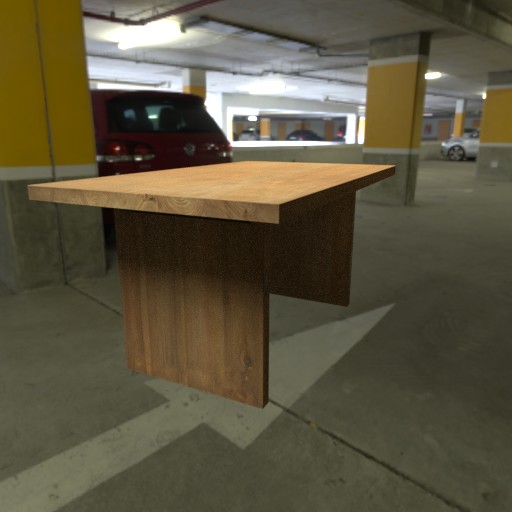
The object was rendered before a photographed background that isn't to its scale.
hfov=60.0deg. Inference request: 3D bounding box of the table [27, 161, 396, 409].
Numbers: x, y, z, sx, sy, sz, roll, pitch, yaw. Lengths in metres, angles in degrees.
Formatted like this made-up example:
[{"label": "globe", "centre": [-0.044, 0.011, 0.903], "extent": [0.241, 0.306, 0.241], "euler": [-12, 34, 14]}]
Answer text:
[{"label": "table", "centre": [0.000, 0.000, 2.110], "extent": [0.946, 0.780, 1.609], "euler": [8, 17, 26]}]
